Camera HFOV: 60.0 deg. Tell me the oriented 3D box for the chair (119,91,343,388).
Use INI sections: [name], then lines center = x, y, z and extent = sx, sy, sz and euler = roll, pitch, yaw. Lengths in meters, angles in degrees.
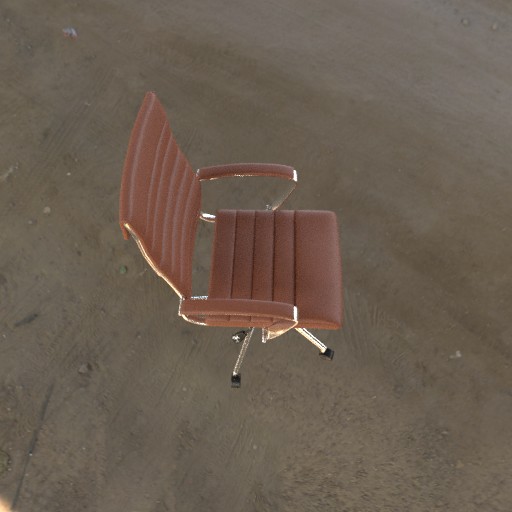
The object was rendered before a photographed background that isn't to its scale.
[chair]
center = 0.000, 0.000, 1.657
extent = 0.739, 1.149, 0.766
euler = 2, 63, 1
